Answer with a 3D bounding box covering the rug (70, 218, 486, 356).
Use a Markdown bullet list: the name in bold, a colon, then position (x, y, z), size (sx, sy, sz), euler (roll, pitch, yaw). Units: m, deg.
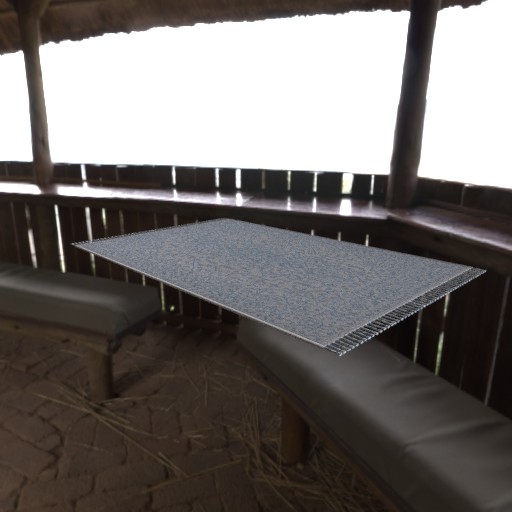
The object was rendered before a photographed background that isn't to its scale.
- **rug**: position (0.000, 0.000, 3.009), size (1.524, 0.010, 2.438), euler (-15, 21, -43)
